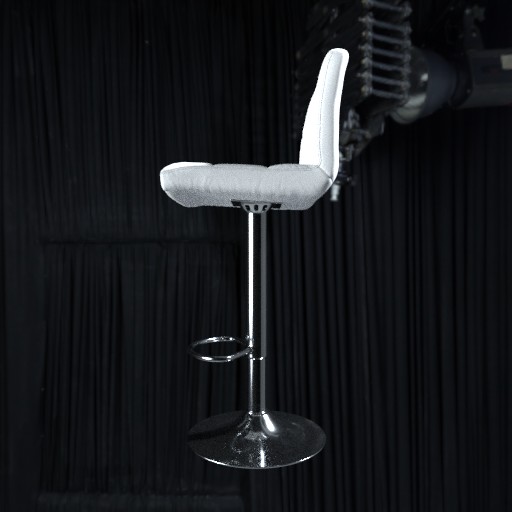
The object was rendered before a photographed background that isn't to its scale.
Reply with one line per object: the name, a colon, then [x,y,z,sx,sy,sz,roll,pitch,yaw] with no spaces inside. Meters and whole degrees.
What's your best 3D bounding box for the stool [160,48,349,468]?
stool: [0.000,0.000,1.365,0.505,1.115,0.430,0,0,1]
